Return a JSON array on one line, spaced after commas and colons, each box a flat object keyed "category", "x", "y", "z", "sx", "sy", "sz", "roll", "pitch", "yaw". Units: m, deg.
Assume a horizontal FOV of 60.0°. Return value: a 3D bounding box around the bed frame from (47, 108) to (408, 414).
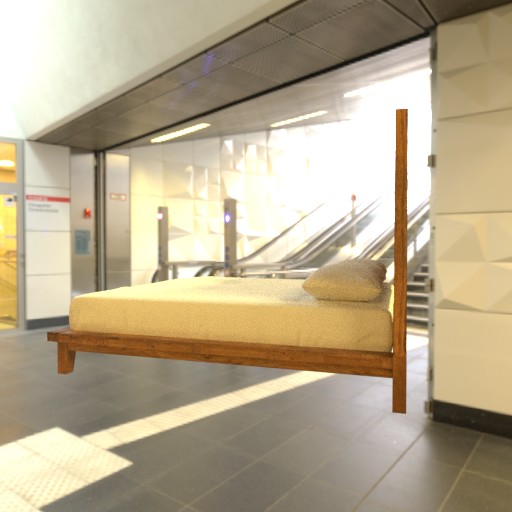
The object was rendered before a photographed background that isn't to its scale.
[{"category": "bed frame", "x": 0.000, "y": 0.000, "z": 3.530, "sx": 2.235, "sy": 1.537, "sz": 2.038, "roll": 0, "pitch": 1, "yaw": 17}]
